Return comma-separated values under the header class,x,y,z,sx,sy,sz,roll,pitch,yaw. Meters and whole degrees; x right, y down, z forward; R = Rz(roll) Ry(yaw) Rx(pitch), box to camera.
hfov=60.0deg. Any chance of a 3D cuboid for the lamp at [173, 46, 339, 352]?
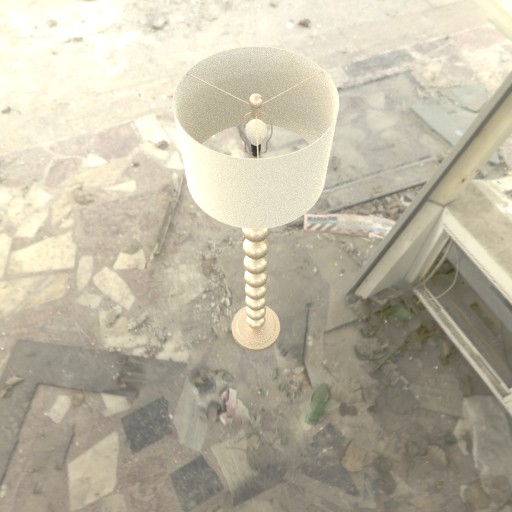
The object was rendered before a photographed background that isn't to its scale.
class,x,y,z,sx,sy,sz,roll,pitch,yaw
lamp,0.000,0.000,1.670,0.394,1.474,0.394,-1,59,-1
